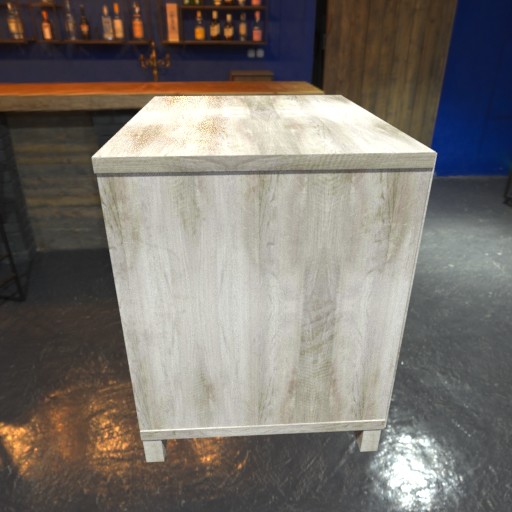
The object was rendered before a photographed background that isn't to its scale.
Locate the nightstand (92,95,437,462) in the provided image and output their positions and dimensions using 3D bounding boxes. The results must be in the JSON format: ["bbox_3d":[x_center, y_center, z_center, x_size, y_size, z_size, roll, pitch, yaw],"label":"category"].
[{"bbox_3d":[0.000,0.000,0.733,0.347,0.448,0.427,-2,27,-3],"label":"nightstand"}]
